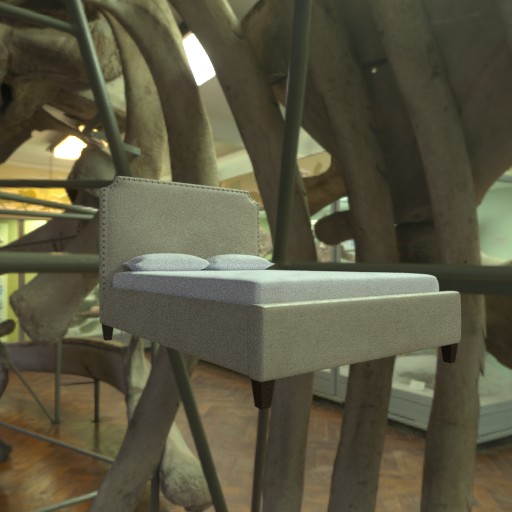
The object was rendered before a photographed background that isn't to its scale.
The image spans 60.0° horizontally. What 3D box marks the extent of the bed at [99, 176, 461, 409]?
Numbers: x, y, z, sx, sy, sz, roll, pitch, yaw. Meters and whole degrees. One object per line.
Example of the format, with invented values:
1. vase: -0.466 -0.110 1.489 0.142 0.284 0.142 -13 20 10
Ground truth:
1. bed: 0.000 0.000 3.430 1.712 1.443 2.372 1 -1 -36
